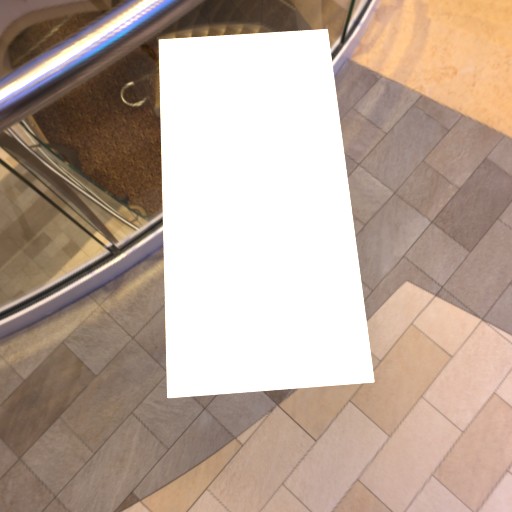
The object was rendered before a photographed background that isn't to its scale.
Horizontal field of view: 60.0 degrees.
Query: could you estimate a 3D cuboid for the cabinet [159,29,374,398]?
[{"bbox_3d":[0.000,0.000,1.098,0.296,0.815,0.600,-4,76,-1],"label":"cabinet"}]
